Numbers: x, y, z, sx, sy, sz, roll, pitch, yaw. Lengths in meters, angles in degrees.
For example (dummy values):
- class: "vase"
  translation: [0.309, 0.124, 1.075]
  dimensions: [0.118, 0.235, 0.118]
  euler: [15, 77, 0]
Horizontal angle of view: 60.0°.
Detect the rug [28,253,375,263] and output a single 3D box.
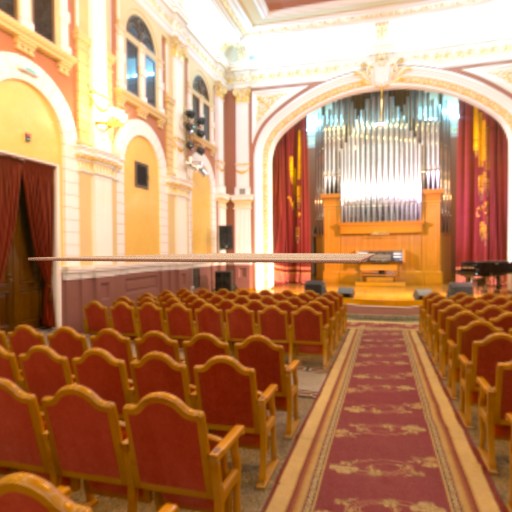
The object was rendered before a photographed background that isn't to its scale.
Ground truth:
- class: "rug"
  translation: [0.000, 0.000, 3.032]
  dimensions: [1.523, 0.014, 2.438]
  euler: [0, 1, 16]
